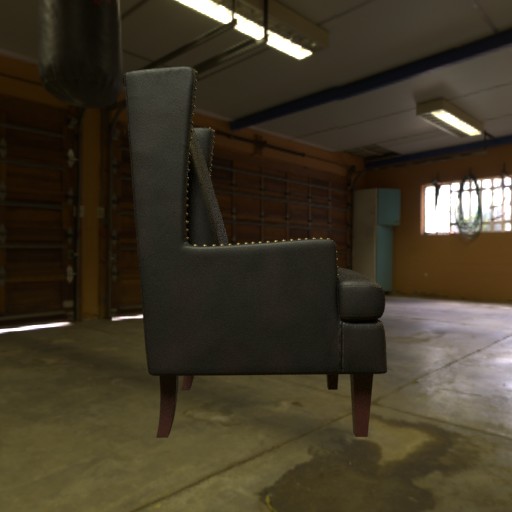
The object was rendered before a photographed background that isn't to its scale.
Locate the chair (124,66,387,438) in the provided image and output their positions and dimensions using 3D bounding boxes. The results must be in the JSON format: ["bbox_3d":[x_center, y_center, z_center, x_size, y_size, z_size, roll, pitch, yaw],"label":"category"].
[{"bbox_3d":[0.000,0.000,1.656,0.799,1.142,0.703,0,0,-1],"label":"chair"}]
